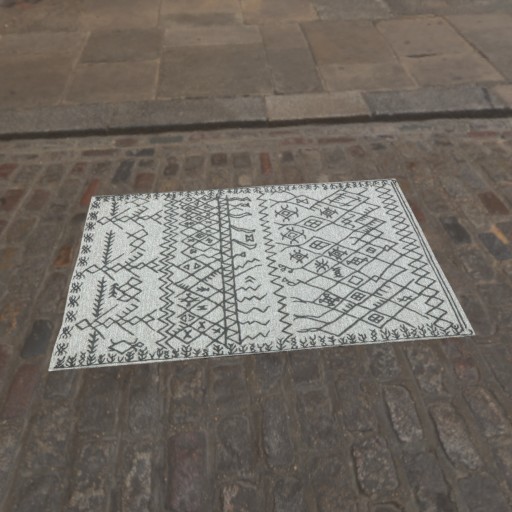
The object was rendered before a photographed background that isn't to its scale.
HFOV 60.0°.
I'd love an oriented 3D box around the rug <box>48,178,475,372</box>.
[{"bbox_3d":[0.000,0.000,4.762,3.824,0.019,2.393,-4,47,-4],"label":"rug"}]
